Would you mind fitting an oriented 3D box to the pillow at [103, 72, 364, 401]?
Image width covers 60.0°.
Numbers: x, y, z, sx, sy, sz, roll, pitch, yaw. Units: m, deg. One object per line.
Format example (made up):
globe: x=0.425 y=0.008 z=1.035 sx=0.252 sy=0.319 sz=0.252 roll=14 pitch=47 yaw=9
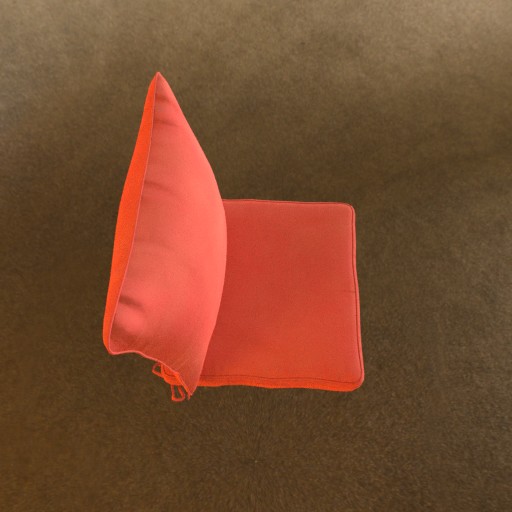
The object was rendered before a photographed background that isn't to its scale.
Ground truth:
pillow: x=0.000 y=0.000 z=1.360 sx=0.733 sy=0.725 sz=0.798 roll=2 pitch=65 yaw=1
